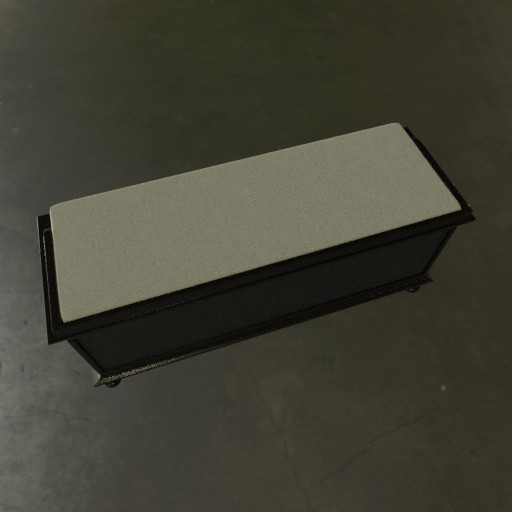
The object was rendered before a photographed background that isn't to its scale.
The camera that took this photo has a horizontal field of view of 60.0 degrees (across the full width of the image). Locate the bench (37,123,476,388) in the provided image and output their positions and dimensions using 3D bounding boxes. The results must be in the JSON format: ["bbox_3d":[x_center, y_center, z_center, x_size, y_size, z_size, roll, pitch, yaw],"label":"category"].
[{"bbox_3d":[0.000,0.000,1.431,1.185,0.501,0.402,-16,59,-10],"label":"bench"}]
